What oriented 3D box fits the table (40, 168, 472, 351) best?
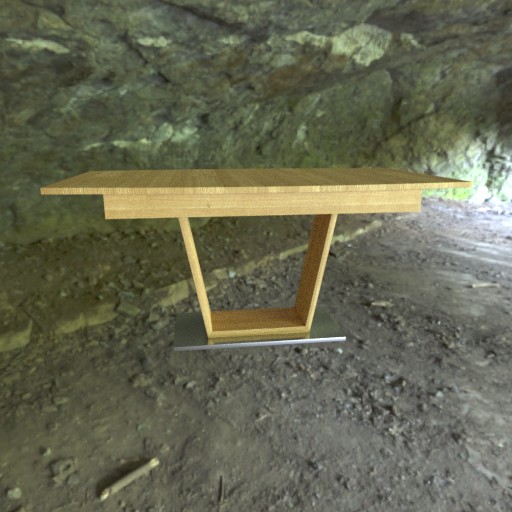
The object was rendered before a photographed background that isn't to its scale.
[{"bbox_3d":[0.000,0.000,2.090,1.598,0.748,0.900,-2,15,-7],"label":"table"}]
